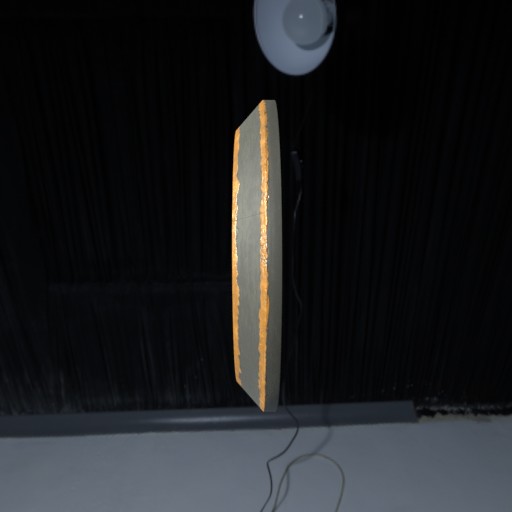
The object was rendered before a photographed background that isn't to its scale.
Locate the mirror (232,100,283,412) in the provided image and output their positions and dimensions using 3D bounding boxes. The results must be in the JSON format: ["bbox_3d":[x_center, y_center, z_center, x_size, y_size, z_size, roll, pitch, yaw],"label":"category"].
[{"bbox_3d":[0.000,0.000,1.368,0.111,0.907,0.907,0,27,0],"label":"mirror"}]
